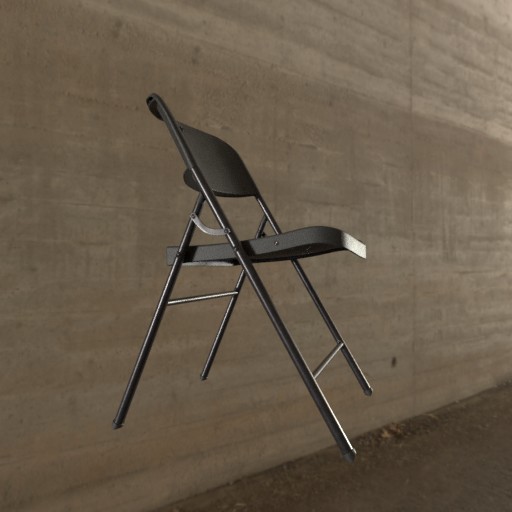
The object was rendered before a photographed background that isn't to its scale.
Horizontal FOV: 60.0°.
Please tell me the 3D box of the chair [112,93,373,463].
[{"bbox_3d":[0.000,0.000,1.178,0.566,0.810,0.494,0,-1,19],"label":"chair"}]
